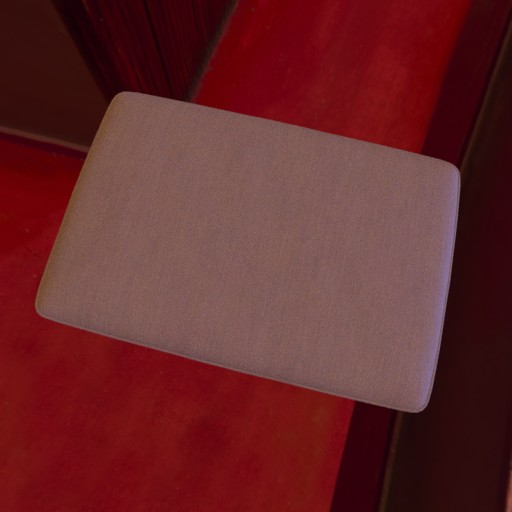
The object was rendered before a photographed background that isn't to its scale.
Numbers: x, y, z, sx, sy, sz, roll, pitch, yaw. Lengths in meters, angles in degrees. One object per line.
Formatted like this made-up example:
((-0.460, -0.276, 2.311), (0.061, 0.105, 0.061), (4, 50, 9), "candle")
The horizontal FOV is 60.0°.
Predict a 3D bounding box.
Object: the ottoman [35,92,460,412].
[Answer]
((0.000, 0.000, 1.250), (0.941, 0.480, 0.636), (14, 75, 4), "ottoman")
